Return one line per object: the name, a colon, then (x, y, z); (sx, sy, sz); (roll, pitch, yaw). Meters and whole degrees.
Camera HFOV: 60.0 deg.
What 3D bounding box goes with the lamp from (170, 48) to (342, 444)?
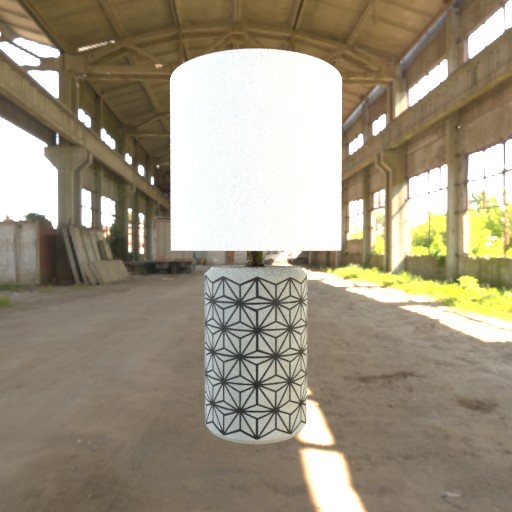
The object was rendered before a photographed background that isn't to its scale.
lamp: (0.000, 0.000, 0.547); (0.206, 0.416, 0.206); (-1, 1, -37)
